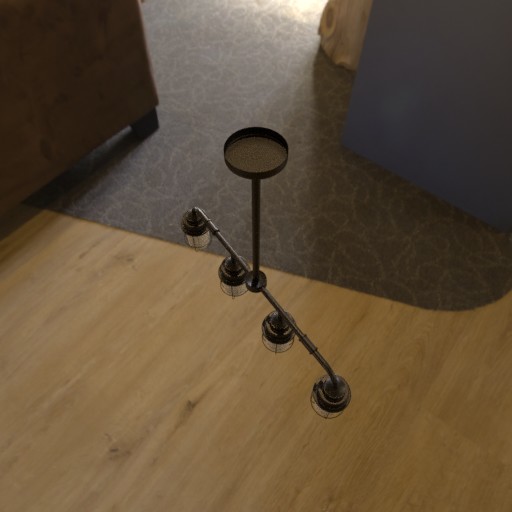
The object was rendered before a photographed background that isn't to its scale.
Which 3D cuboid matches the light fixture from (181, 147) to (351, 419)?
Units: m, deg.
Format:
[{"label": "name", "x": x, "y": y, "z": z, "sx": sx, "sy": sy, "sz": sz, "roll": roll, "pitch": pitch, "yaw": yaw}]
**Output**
[{"label": "light fixture", "x": 0.000, "y": 0.000, "z": 1.220, "sx": 0.131, "sy": 0.785, "sz": 0.852, "roll": -31, "pitch": 62, "yaw": -19}]
